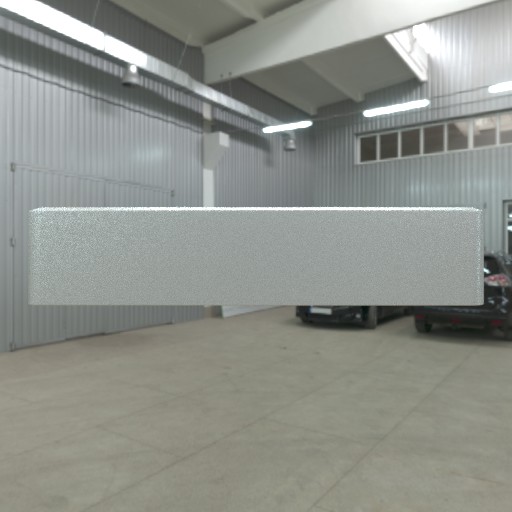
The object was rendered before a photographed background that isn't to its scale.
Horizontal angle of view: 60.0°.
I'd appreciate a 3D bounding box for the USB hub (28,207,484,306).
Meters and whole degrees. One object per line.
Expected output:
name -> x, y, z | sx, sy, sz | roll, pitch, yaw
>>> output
USB hub -> 0.000, 0.000, 0.125 | 0.110, 0.023, 0.044 | 0, 0, 0
